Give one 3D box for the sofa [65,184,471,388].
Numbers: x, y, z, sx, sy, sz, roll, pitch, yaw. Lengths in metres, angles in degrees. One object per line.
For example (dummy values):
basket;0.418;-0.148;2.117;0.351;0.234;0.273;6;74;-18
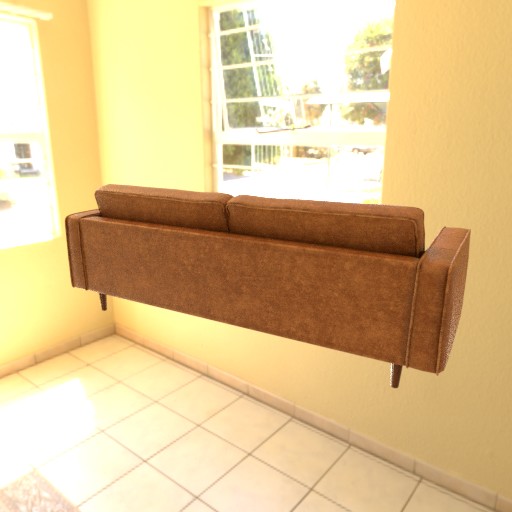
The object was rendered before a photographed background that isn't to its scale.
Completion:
sofa;0.000;0.000;2.567;2.199;0.779;0.886;9;18;28
